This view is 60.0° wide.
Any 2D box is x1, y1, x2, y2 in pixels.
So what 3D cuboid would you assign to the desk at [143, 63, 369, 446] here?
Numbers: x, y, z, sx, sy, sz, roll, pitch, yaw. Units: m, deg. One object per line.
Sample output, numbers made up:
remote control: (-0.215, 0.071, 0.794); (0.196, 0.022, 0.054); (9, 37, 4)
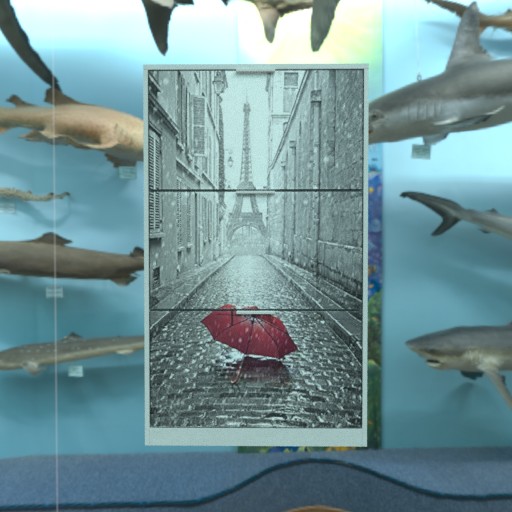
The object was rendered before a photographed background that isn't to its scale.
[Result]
desk: (0.000, 0.000, 1.595); (0.750, 1.280, 0.250); (0, 1, 1)
